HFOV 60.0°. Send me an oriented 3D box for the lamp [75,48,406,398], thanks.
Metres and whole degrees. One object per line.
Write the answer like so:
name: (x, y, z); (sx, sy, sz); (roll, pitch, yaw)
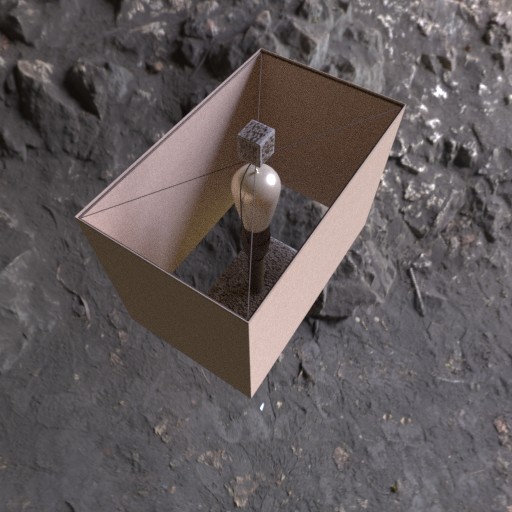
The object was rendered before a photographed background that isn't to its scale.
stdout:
lamp: (0.000, 0.000, 0.569); (0.180, 0.411, 0.294); (29, 62, 17)
